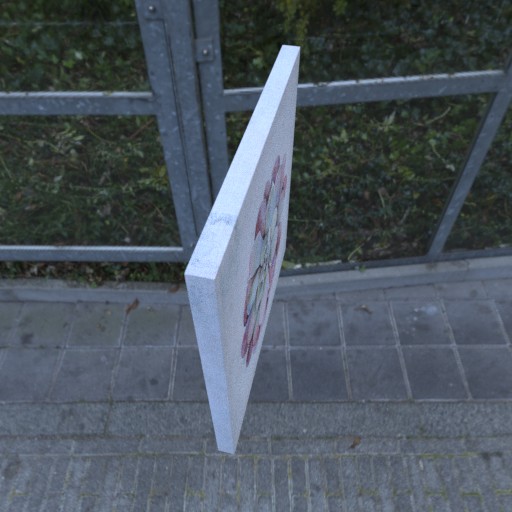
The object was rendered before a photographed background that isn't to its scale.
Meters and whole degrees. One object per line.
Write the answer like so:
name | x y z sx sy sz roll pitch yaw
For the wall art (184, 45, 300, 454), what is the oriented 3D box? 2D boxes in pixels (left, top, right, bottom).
wall art | 0.000 0.000 0.919 0.044 0.605 0.605 10 49 8
